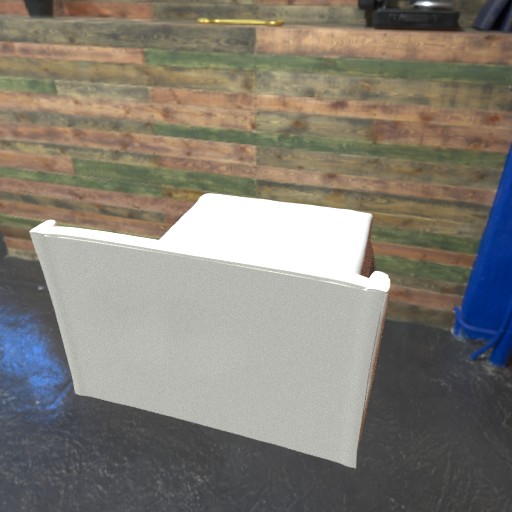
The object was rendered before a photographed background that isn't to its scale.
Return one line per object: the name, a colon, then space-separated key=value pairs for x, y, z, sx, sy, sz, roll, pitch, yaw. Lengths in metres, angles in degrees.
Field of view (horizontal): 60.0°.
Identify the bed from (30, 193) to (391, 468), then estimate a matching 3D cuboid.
bed: x=0.000 y=0.000 z=3.416 sx=1.925 sy=1.332 sz=2.276 roll=9 pitch=33 yaw=15
